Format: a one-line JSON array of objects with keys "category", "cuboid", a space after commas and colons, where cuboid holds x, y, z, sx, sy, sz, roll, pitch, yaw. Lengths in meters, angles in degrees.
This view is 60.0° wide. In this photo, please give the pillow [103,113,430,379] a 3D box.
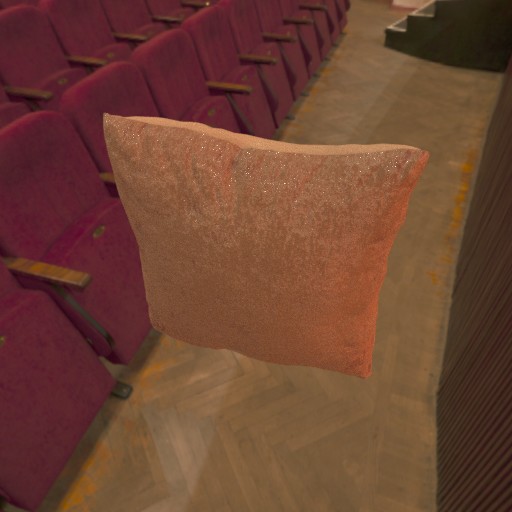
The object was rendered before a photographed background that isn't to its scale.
[{"category": "pillow", "cuboid": [0.000, 0.000, 0.727, 0.450, 0.448, 0.245, 12, 42, 14]}]
